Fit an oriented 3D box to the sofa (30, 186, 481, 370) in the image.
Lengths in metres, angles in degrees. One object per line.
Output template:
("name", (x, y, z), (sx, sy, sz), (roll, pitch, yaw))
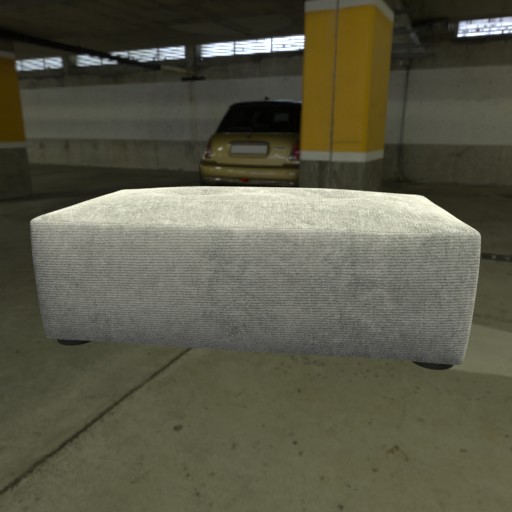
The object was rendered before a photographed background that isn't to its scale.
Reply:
("sofa", (0.000, 0.000, 1.131), (0.930, 0.330, 0.480), (2, 16, 7))
